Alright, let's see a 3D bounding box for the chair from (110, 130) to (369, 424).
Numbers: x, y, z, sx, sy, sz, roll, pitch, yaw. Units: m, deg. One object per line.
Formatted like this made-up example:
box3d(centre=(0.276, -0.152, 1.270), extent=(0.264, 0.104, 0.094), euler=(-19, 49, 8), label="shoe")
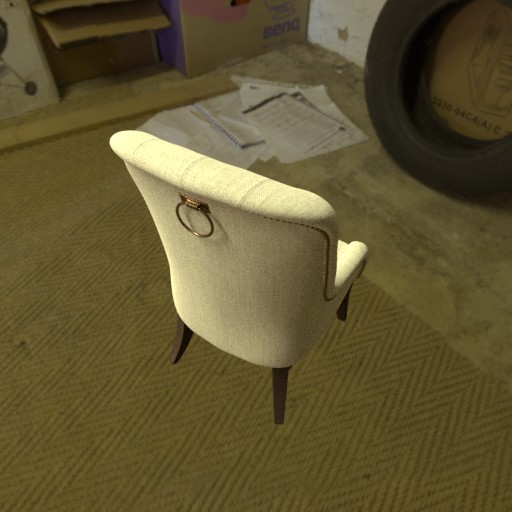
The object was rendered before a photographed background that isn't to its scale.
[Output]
box3d(centre=(0.000, 0.000, 1.498), extent=(0.634, 1.091, 0.629), euler=(24, 52, 20), label="chair")
